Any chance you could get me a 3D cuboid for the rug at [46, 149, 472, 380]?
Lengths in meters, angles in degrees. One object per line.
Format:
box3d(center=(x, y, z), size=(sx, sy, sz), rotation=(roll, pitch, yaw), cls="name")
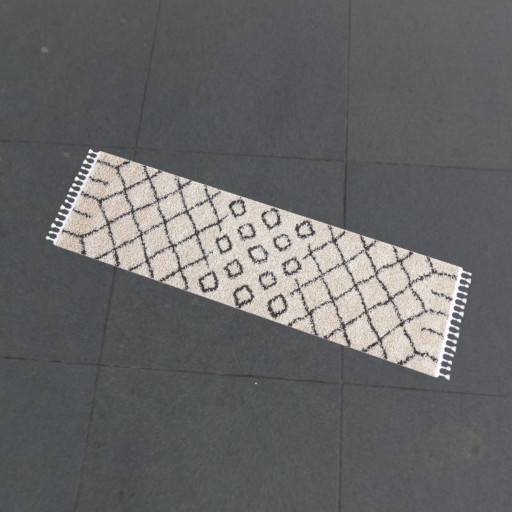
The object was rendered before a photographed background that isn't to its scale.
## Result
box3d(center=(0.000, 0.000, 2.624), size=(2.464, 0.005, 0.660), rotation=(18, 75, 5), cls="rug")
